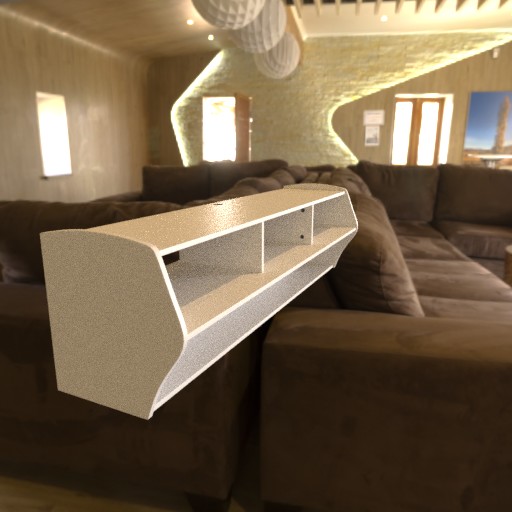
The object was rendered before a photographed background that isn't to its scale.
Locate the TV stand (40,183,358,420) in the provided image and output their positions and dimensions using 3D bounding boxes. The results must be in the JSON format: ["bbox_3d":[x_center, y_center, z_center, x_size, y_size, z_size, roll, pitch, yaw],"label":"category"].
[{"bbox_3d":[0.000,0.000,1.633,0.397,0.424,1.473,7,15,25],"label":"TV stand"}]
